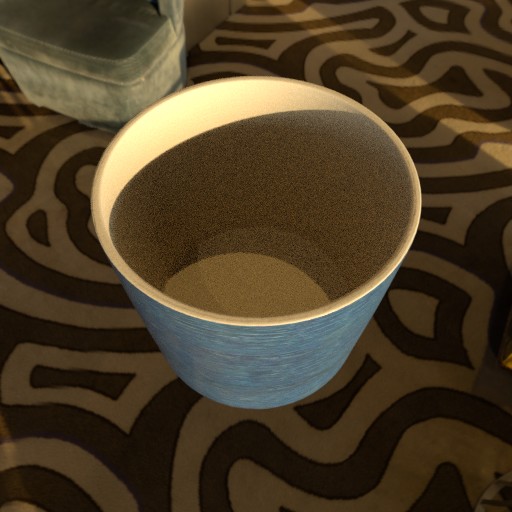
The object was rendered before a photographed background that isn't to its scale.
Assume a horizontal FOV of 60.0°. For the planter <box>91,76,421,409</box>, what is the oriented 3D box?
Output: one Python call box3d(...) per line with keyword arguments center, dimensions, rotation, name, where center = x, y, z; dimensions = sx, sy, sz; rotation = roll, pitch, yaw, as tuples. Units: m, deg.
box3d(center=(0.000, 0.000, 0.386), dimensions=(0.221, 0.201, 0.221), rotation=(0, 57, 0), name="planter")
